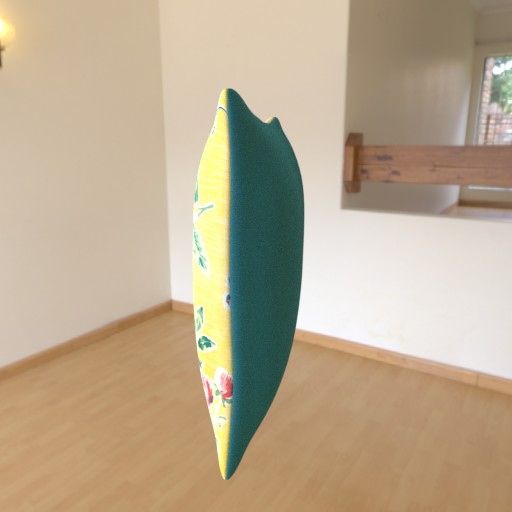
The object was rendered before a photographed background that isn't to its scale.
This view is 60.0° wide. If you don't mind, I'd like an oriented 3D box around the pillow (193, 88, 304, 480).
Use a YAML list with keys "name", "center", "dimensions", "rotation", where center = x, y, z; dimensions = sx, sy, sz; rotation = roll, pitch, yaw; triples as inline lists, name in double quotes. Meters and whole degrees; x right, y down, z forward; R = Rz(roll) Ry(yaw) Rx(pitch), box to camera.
- name: "pillow"
  center: [0.000, 0.000, 0.795]
  dimensions: [0.166, 0.508, 0.525]
  rotation: [2, 14, 8]
